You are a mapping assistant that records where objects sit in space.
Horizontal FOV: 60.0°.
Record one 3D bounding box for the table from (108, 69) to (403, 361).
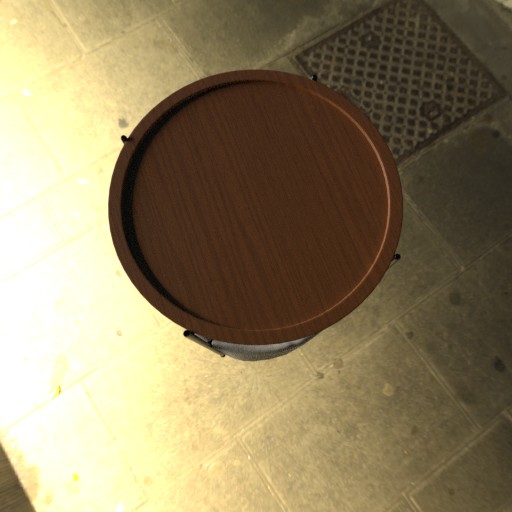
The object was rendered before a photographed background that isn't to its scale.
[{"bbox_3d":[0.000,0.000,0.879,0.393,0.623,0.393,-19,76,-5],"label":"table"}]
